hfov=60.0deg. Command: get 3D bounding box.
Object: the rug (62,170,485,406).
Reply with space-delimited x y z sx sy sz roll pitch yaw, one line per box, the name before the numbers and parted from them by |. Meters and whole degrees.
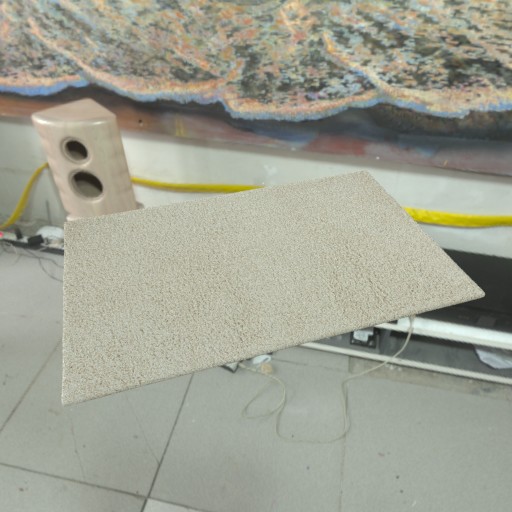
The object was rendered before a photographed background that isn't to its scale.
rug | 0.000 0.000 2.947 2.438 0.030 1.524 -12 43 -13
